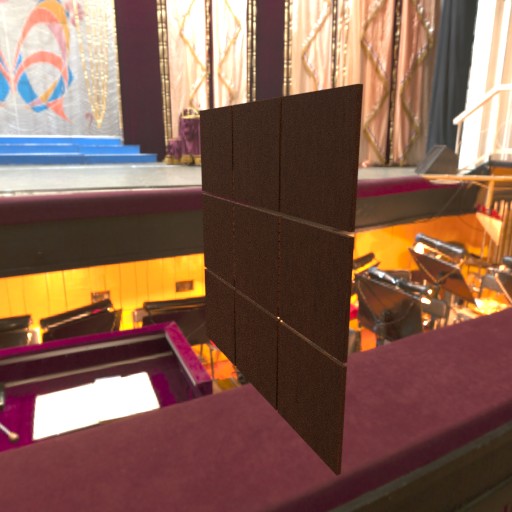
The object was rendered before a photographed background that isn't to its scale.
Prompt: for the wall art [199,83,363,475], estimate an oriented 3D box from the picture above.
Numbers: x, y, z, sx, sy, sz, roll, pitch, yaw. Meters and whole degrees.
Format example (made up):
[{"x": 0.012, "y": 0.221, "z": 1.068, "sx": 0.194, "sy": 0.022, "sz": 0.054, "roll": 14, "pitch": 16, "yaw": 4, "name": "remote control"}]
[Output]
[{"x": 0.000, "y": 0.000, "z": 1.384, "sx": 0.013, "sy": 0.914, "sz": 0.915, "roll": -7, "pitch": 16, "yaw": -26, "name": "wall art"}]
